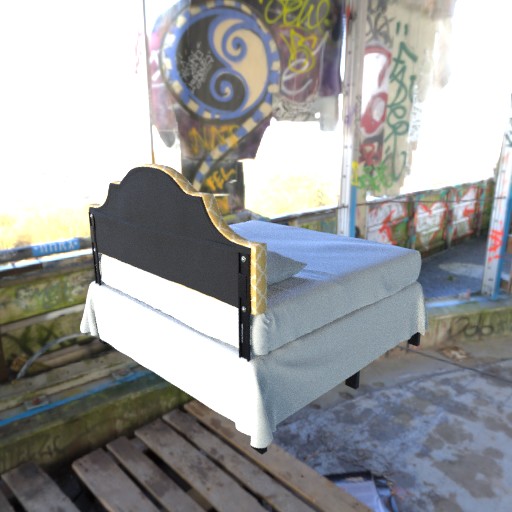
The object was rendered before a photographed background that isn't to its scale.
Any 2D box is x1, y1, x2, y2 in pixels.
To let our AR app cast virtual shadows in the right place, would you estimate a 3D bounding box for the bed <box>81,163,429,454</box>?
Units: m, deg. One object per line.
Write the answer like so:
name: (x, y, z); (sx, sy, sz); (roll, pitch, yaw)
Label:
bed: (0.000, 0.000, 3.719); (2.222, 1.601, 2.314); (-15, 21, -43)
